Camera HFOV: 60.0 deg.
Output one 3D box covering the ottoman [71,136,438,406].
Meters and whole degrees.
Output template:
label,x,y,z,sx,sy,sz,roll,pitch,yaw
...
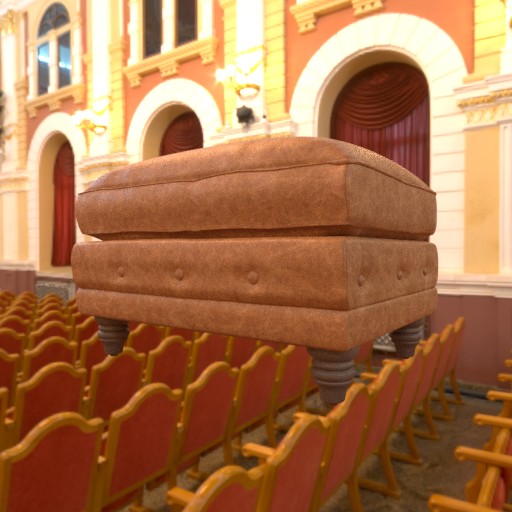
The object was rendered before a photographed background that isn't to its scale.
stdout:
label,x,y,z,sx,sy,sz,roll,pitch,yaw
ottoman,0.000,0.000,1.052,0.710,0.480,0.533,1,1,36
